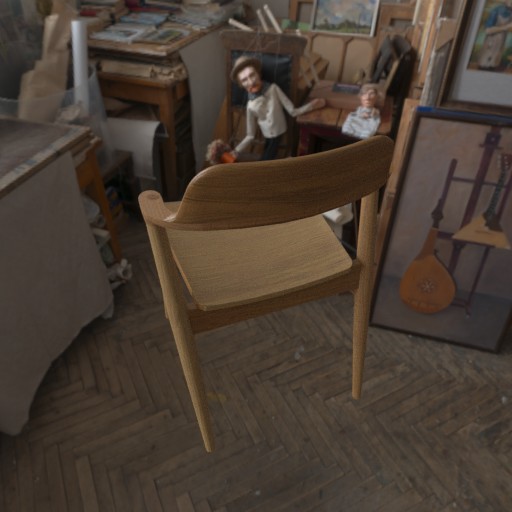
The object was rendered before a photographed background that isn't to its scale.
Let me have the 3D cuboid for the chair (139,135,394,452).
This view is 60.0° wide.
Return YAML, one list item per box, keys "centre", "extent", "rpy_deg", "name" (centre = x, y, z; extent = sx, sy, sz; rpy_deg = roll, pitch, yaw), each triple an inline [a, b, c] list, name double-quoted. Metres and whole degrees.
- centre: [0.000, 0.000, 1.105]
  extent: [0.512, 0.792, 0.499]
  rpy_deg: [-14, 43, -15]
  name: "chair"
